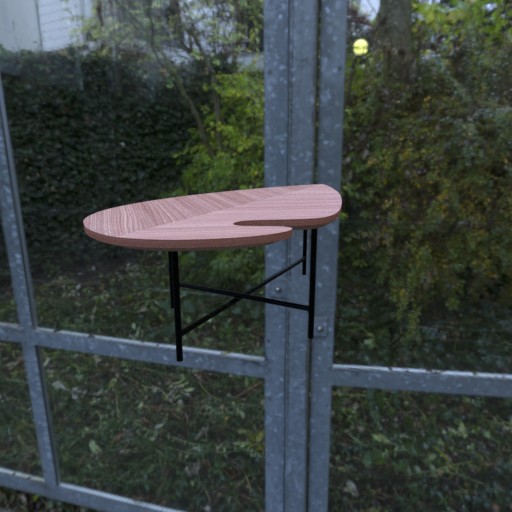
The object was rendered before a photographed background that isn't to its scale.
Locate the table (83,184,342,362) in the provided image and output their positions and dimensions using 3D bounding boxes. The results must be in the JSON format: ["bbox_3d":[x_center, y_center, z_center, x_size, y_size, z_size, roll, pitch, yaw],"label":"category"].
[{"bbox_3d":[0.000,0.000,1.447,0.598,0.360,1.199,8,17,27],"label":"table"}]
